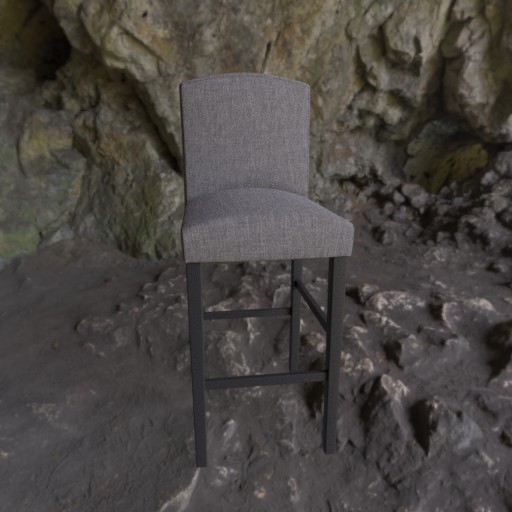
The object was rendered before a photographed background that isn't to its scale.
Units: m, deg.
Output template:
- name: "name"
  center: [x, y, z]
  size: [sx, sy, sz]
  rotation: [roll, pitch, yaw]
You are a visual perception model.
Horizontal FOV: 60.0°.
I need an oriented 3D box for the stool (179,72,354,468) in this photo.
- name: "stool"
  center: [0.000, 0.000, 1.410]
  size: [0.451, 1.138, 0.552]
  rotation: [-2, 16, -8]
